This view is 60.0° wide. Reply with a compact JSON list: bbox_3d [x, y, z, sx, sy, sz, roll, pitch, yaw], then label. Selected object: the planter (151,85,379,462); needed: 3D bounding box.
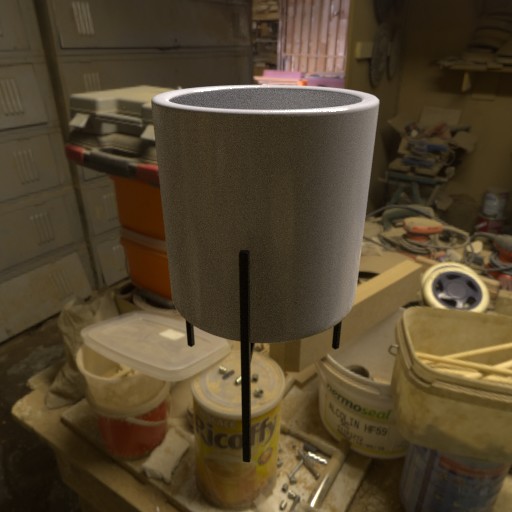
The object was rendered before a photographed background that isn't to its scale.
[{"bbox_3d":[0.000,0.000,0.516,0.239,0.356,0.239,17,31,31],"label":"planter"}]
